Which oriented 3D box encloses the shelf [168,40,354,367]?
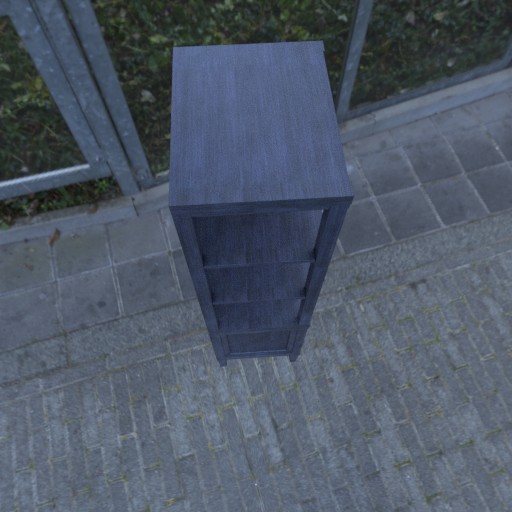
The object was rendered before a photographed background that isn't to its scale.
[{"bbox_3d":[0.000,0.000,2.001,0.472,1.727,0.584,-3,63,-2],"label":"shelf"}]
